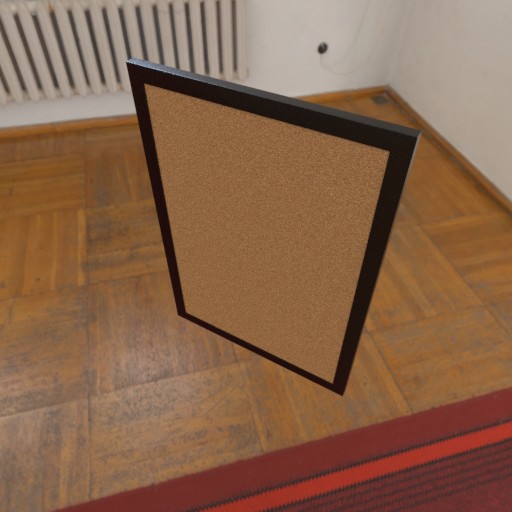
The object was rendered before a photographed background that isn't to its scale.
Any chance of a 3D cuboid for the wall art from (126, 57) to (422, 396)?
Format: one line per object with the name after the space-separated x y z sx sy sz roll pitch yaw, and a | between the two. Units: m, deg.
0.000 0.000 0.564 0.304 0.432 0.013 22 49 20 | wall art
